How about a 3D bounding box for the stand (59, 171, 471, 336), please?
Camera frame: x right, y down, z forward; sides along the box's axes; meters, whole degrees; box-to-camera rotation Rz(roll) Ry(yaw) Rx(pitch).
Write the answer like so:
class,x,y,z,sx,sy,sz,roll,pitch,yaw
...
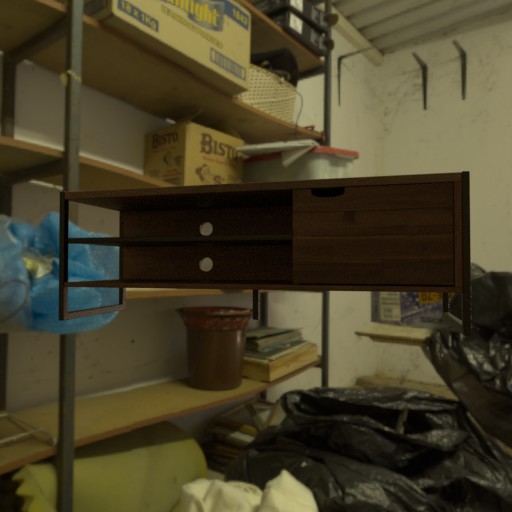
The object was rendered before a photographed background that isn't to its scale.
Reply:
class,x,y,z,sx,sy,sz,roll,pitch,yaw
stand,0.000,0.000,1.765,1.480,0.506,0.454,0,-1,15
